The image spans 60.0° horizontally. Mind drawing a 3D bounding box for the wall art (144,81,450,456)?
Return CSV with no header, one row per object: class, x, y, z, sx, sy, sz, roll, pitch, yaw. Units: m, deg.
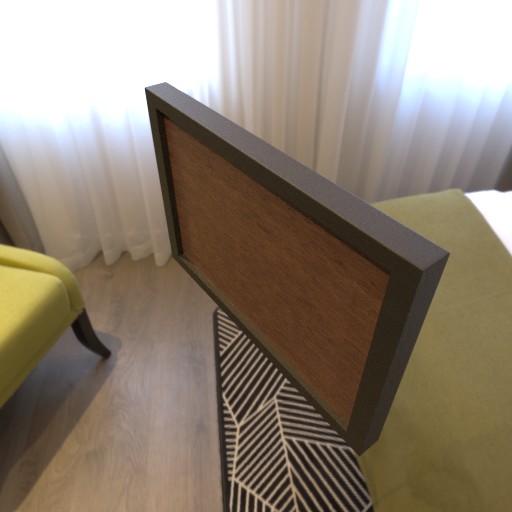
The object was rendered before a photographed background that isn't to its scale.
wall art,0.000,0.000,0.848,0.051,0.456,0.671,-27,48,-27
